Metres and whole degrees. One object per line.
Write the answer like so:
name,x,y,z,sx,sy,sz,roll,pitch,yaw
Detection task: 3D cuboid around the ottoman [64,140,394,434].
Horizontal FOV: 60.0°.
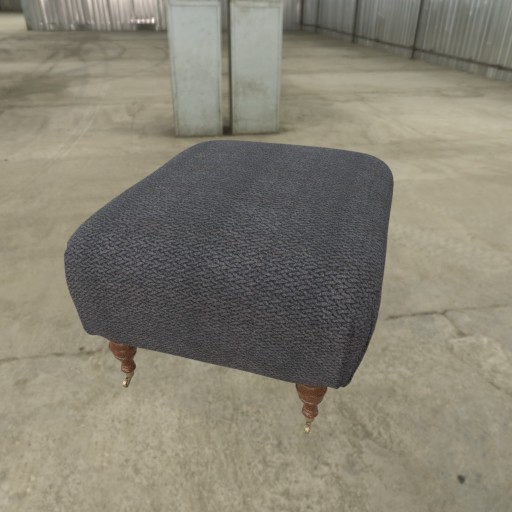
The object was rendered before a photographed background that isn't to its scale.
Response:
ottoman,0.000,0.000,1.131,0.622,0.450,0.747,9,32,15
